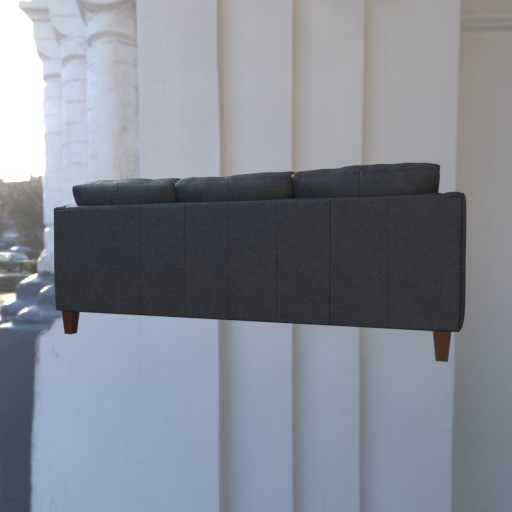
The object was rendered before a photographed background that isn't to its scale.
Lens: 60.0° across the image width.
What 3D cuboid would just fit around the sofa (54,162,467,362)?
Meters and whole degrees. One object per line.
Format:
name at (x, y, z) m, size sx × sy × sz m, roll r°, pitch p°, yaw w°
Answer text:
sofa at (0.000, 0.000, 2.984) m, size 2.464 × 1.006 × 1.045 m, roll 0°, pitch 1°, yaw 18°
